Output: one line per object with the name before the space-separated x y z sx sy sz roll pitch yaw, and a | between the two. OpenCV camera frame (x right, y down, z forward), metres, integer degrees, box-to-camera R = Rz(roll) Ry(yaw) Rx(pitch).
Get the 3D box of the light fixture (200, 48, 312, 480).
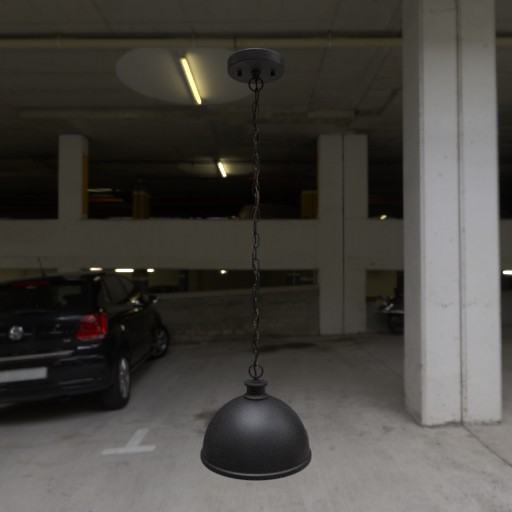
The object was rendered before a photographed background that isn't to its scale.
light fixture | 0.000 0.000 1.232 0.304 1.090 0.304 0 -1 0
